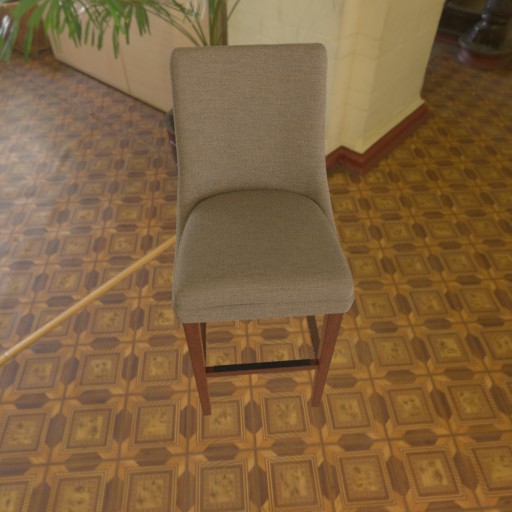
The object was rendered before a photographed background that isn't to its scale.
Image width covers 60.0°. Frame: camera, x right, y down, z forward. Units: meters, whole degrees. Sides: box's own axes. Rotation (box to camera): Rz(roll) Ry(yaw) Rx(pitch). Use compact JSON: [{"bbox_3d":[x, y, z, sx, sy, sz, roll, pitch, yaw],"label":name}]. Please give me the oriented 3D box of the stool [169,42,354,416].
[{"bbox_3d":[0.000,0.000,1.378,0.470,1.078,0.577,-3,46,-3],"label":"stool"}]
